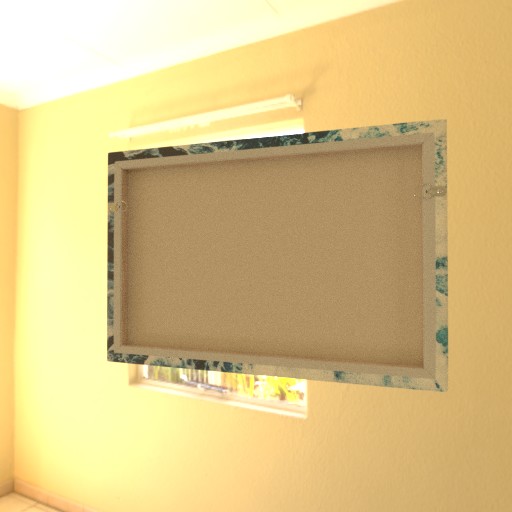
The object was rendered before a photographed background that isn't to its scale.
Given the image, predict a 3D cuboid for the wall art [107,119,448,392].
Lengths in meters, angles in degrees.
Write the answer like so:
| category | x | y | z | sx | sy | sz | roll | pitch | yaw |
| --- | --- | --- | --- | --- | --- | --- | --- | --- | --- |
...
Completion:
| category | x | y | z | sx | sy | sz | roll | pitch | yaw |
| --- | --- | --- | --- | --- | --- | --- | --- | --- | --- |
| wall art | 0.000 | 0.000 | 1.919 | 1.524 | 1.017 | 0.055 | 0 | -1 | 20 |
